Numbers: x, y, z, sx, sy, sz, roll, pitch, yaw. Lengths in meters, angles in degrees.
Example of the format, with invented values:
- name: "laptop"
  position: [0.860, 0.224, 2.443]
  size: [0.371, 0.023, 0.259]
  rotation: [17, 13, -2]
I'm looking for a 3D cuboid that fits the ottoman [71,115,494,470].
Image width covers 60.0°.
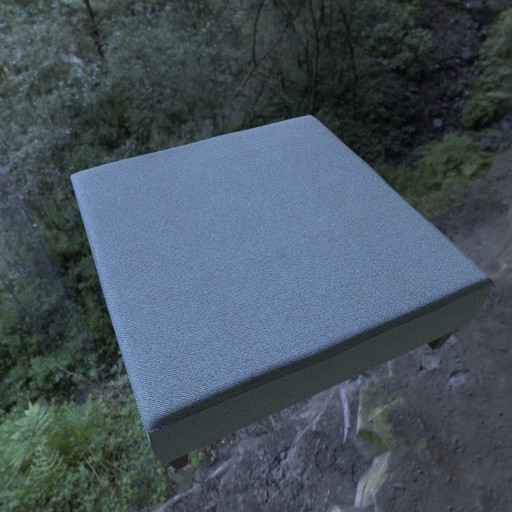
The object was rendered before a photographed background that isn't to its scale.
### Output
- name: "ottoman"
  position: [0.000, 0.000, 1.471]
  size: [0.968, 0.379, 1.004]
  rotation: [-19, 49, -17]
